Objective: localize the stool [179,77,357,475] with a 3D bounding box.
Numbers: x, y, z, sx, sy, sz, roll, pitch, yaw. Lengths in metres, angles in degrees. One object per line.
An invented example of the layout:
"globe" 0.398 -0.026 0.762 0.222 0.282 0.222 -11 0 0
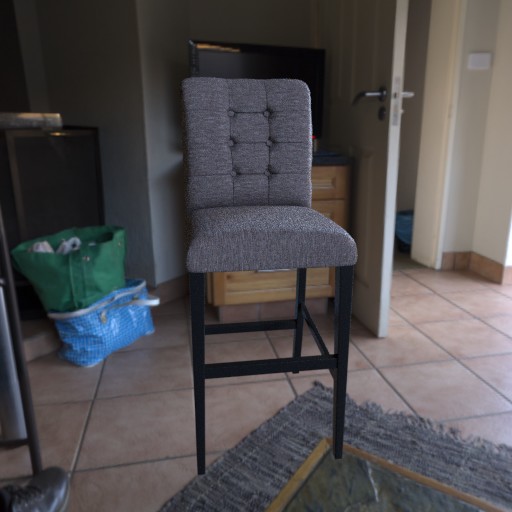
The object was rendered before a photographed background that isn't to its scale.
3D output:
"stool" 0.000 0.000 1.435 0.452 1.131 0.613 -2 15 -9
